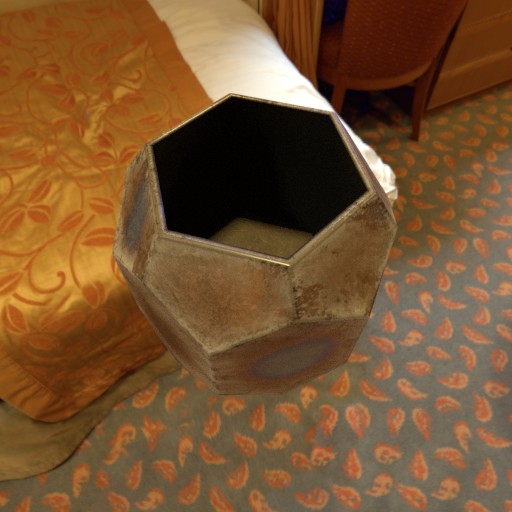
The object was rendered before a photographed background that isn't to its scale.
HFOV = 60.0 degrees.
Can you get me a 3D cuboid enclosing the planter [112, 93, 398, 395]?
[{"bbox_3d":[0.000,0.000,0.421,0.221,0.238,0.243,13,58,9],"label":"planter"}]
